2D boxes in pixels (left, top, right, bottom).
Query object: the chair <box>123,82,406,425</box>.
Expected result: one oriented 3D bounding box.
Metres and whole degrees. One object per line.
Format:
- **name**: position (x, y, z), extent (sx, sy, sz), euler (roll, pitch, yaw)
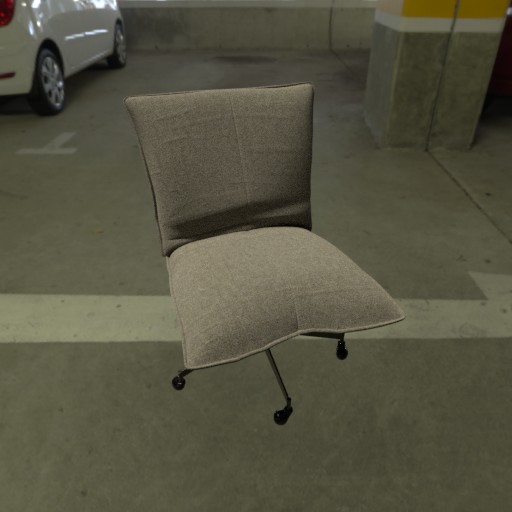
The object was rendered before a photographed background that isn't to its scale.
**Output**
- **chair**: position (0.000, 0.000, 1.287), extent (0.597, 0.811, 0.696), euler (-9, 33, -15)
